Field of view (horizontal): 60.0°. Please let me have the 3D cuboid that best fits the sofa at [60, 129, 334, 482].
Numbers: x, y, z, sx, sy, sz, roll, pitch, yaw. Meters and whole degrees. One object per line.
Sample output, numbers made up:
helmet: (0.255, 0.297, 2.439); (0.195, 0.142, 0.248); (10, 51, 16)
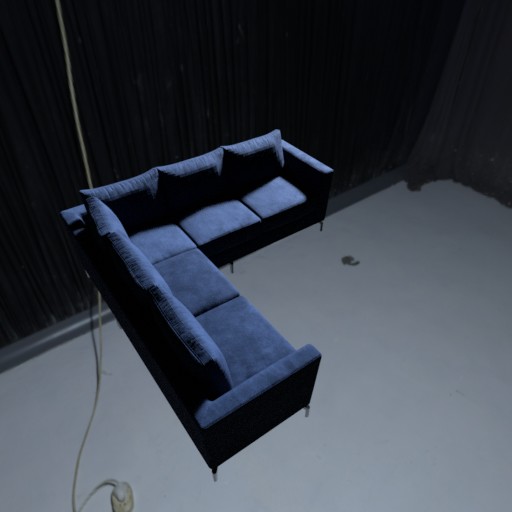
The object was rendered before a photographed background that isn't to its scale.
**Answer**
sofa: (0.000, 0.000, 3.801); (2.463, 0.988, 2.472); (-25, 46, -26)
